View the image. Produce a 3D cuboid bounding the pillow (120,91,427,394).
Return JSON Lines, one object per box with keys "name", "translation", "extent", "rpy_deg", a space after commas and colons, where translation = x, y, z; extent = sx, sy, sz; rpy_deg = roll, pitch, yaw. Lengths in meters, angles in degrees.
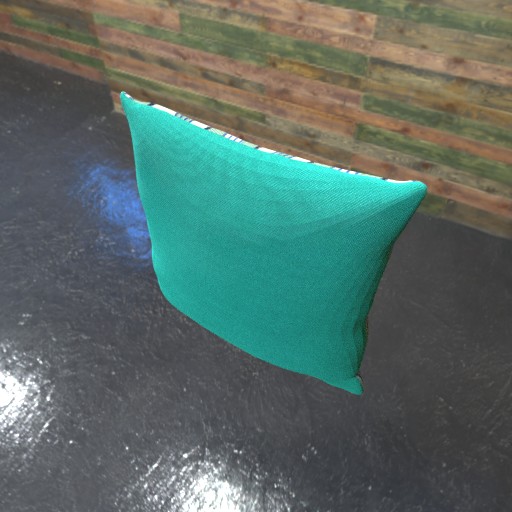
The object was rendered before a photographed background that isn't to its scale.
{"name": "pillow", "translation": [0.000, 0.000, 0.691], "extent": [0.440, 0.441, 0.182], "rpy_deg": [24, 51, 21]}
